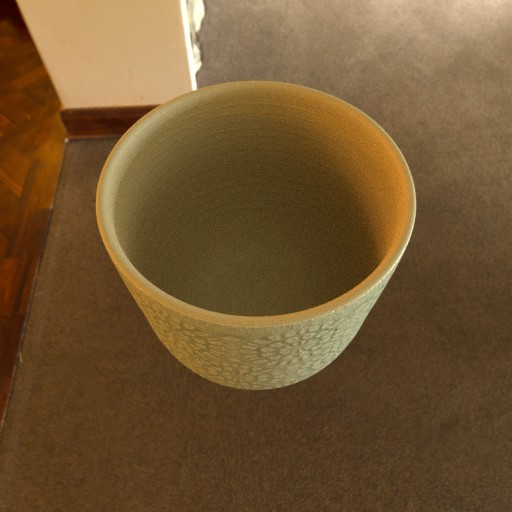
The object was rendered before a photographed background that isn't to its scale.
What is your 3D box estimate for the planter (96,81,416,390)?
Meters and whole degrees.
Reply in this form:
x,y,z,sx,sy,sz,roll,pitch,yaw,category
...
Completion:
x,y,z,sx,sy,sz,roll,pitch,yaw,category
0.000,0.000,0.301,0.169,0.153,0.169,0,58,0,planter
